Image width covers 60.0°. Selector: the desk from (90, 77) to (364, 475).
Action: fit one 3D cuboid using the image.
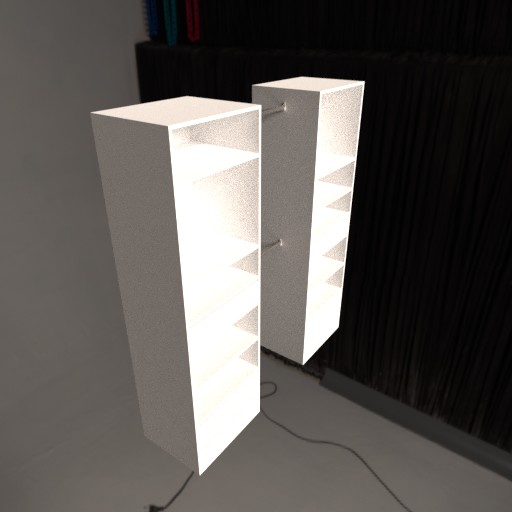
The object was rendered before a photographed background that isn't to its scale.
[{"bbox_3d":[0.000,0.000,2.884,0.480,2.000,1.770,19,33,31],"label":"desk"}]
